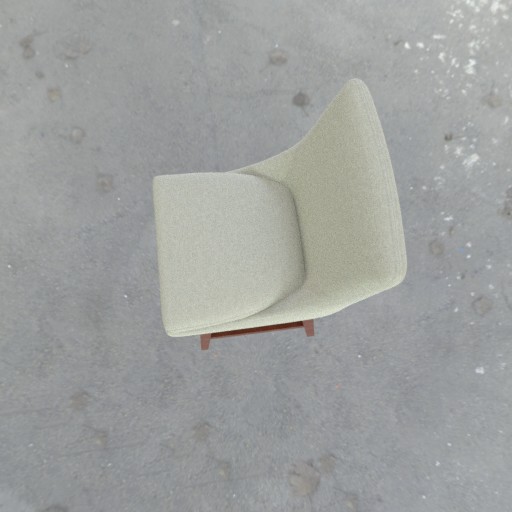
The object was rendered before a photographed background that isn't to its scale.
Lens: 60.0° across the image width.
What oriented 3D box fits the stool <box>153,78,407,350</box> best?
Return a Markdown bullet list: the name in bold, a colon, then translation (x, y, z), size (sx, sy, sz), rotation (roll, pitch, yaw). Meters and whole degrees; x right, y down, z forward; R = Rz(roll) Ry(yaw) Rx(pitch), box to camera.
- **stool**: translation (0.000, 0.000, 1.389), size (0.559, 1.092, 0.470), rotation (-7, 76, -2)
